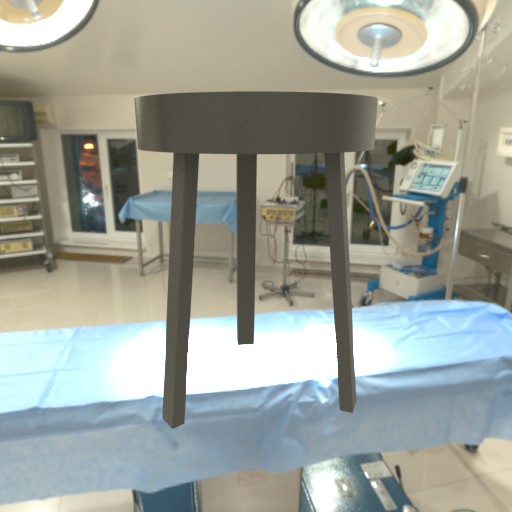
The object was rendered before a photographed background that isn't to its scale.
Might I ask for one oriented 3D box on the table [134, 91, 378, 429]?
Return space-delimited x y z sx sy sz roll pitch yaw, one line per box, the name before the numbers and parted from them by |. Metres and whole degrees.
table | 0.000 0.000 0.843 0.406 0.559 0.406 0 16 0
